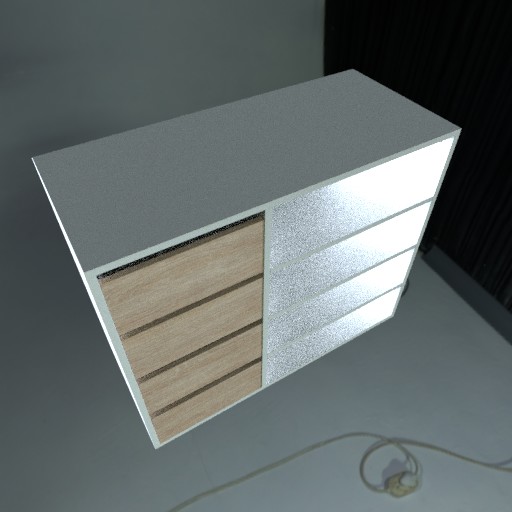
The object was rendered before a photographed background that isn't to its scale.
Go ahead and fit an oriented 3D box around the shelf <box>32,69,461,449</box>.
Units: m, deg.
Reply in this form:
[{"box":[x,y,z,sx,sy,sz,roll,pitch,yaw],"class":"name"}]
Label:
[{"box":[0.000,0.000,1.263,0.895,0.732,0.396,-23,50,-21],"class":"shelf"}]
